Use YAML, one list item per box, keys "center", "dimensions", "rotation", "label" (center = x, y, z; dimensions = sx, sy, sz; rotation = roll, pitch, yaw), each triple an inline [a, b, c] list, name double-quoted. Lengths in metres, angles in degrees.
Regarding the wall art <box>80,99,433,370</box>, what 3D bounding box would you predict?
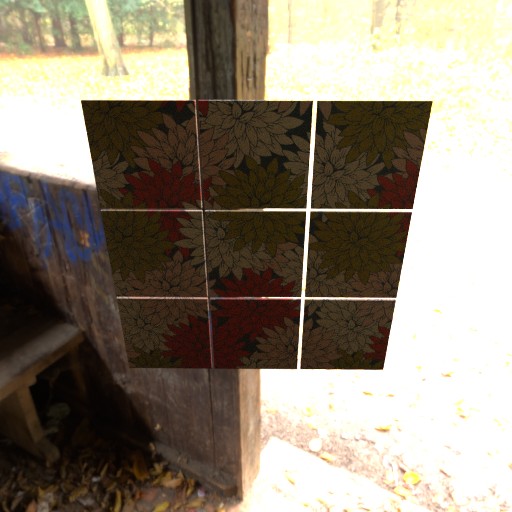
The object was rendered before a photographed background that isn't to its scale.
- center: [0.000, 0.000, 1.813]
  dimensions: [1.206, 1.218, 0.013]
  rotation: [0, 29, 1]
  label: "wall art"
